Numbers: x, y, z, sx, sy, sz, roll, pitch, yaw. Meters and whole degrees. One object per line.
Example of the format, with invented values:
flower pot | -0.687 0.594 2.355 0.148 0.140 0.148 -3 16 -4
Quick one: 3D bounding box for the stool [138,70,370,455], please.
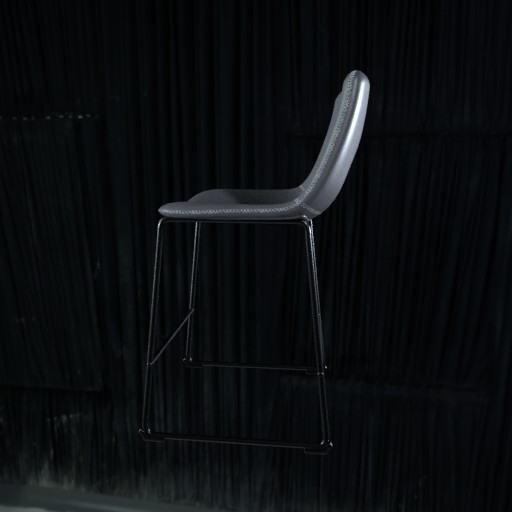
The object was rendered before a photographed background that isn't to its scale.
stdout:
stool | 0.000 0.000 1.189 0.546 0.876 0.470 2 13 7
